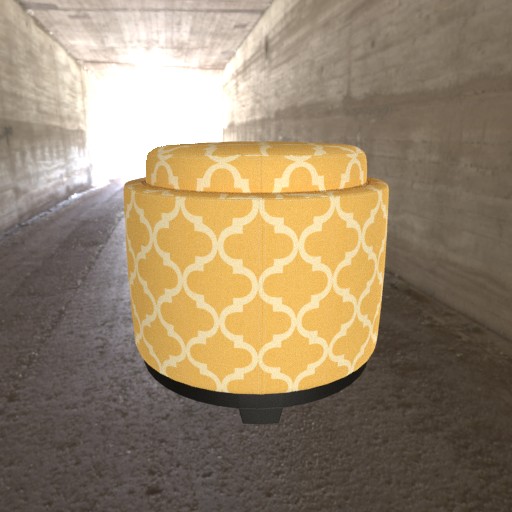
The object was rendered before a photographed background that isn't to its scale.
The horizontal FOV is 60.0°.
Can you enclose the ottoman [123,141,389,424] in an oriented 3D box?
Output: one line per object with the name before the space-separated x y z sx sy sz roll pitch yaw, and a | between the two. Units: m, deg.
ottoman | 0.000 0.000 0.858 0.480 0.429 0.480 0 15 0
